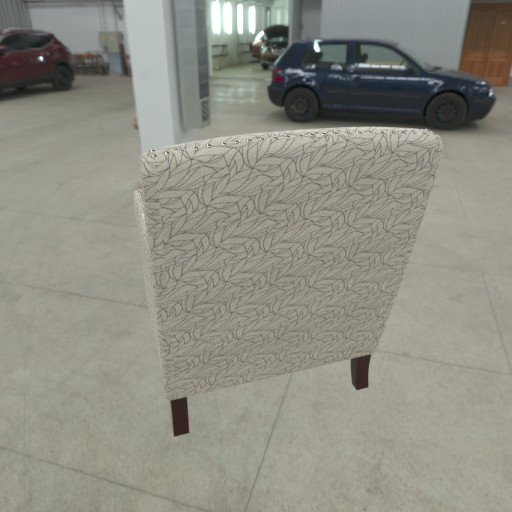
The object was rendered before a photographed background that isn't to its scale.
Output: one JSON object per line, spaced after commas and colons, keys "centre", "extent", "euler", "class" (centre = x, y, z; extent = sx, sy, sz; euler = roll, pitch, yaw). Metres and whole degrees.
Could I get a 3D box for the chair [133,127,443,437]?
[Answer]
{"centre": [0.000, 0.000, 1.277], "extent": [0.623, 0.816, 0.651], "euler": [-8, 28, -16], "class": "chair"}
